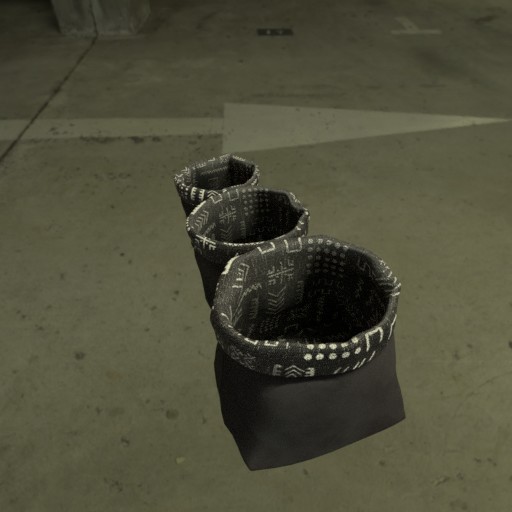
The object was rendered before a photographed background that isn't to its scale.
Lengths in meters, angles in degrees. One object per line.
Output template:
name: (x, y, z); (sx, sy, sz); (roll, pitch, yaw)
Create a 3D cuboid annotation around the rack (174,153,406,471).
rack: (0.000, 0.000, 1.112); (0.379, 0.323, 0.905); (-14, 43, -15)
